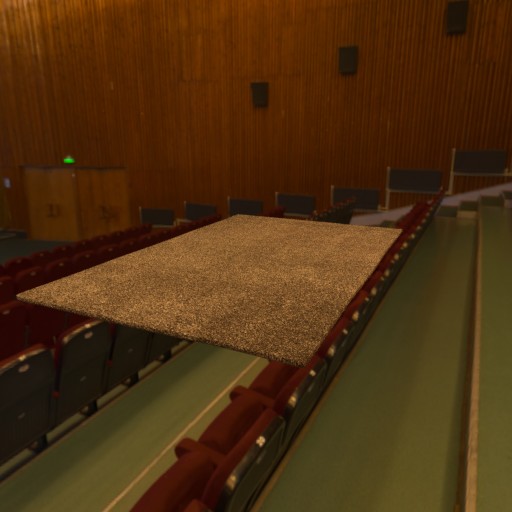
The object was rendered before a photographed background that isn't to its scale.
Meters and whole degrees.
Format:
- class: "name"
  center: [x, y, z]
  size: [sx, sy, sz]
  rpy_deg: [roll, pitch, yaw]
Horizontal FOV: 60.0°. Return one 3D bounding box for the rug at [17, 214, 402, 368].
- class: "rug"
  center: [0.000, 0.000, 2.875]
  size: [1.501, 0.025, 2.352]
  rpy_deg: [8, 18, 24]
